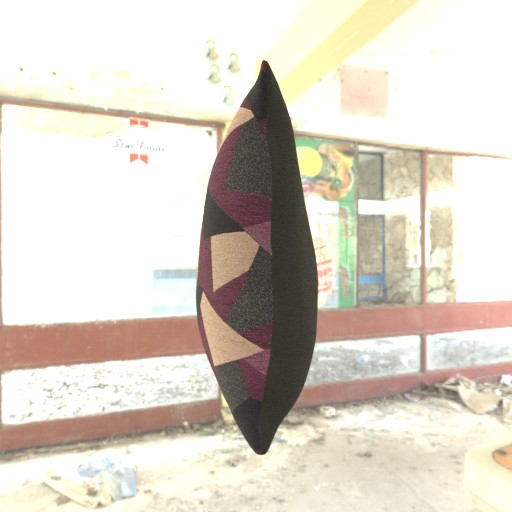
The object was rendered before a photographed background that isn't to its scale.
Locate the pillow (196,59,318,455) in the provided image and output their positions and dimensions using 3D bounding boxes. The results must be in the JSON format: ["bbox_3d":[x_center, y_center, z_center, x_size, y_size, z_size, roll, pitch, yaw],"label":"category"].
[{"bbox_3d":[0.000,0.000,0.790,0.208,0.496,0.503,0,0,0],"label":"pillow"}]
